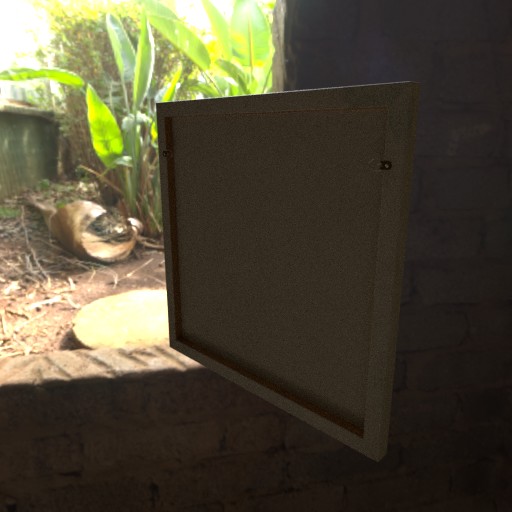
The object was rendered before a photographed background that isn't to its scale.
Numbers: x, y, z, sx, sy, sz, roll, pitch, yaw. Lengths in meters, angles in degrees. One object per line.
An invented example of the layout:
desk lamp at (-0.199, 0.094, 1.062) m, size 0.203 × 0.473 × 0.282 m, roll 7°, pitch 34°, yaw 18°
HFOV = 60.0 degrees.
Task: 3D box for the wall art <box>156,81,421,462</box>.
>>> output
wall art at (0.000, 0.000, 1.113) m, size 0.762 × 0.762 × 0.041 m, roll 15°, pitch 21°, yaw 42°
